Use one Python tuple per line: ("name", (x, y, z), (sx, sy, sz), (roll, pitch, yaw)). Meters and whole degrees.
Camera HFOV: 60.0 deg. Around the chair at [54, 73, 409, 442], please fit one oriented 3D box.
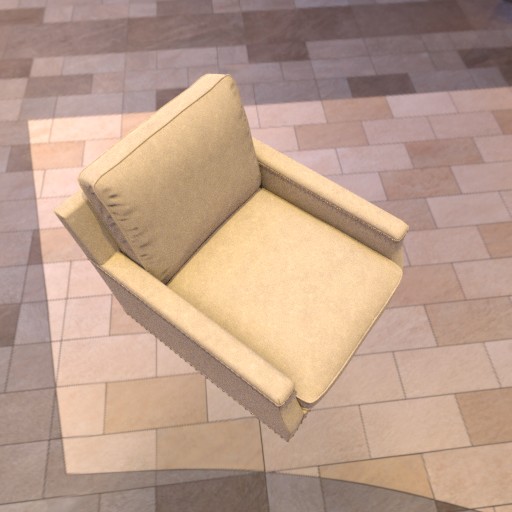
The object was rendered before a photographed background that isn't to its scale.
("chair", (0.000, 0.000, 1.721), (1.014, 0.943, 0.853), (33, 64, 18))
